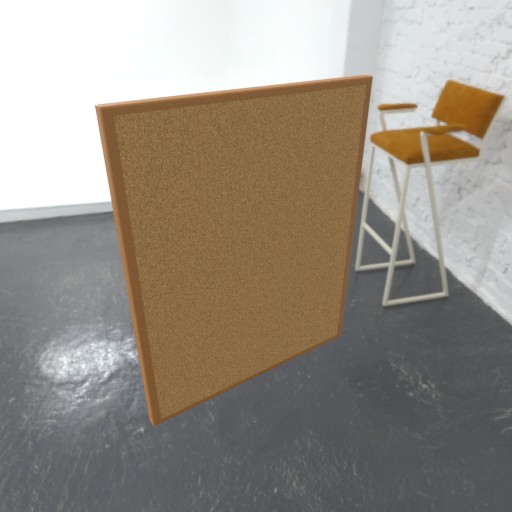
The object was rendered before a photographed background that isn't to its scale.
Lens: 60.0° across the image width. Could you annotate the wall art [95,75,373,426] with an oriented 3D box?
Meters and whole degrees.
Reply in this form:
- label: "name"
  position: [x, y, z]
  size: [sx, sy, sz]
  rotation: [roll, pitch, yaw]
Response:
- label: "wall art"
  position: [0.000, 0.000, 0.770]
  size: [0.452, 0.553, 0.022]
  rotation: [-18, 35, -29]
